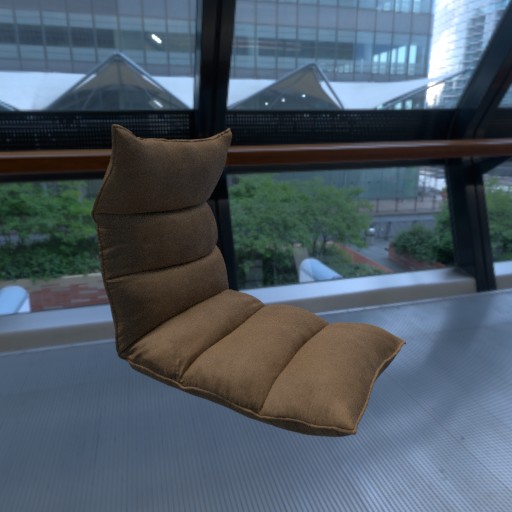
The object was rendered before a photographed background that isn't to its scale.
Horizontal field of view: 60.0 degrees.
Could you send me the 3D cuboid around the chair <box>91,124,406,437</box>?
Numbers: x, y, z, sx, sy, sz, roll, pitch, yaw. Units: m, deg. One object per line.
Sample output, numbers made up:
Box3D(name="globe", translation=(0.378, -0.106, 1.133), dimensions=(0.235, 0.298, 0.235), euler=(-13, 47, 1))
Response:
Box3D(name="chair", translation=(0.000, 0.000, 1.580), dimensions=(0.985, 0.892, 0.714), euler=(8, 17, 28))
